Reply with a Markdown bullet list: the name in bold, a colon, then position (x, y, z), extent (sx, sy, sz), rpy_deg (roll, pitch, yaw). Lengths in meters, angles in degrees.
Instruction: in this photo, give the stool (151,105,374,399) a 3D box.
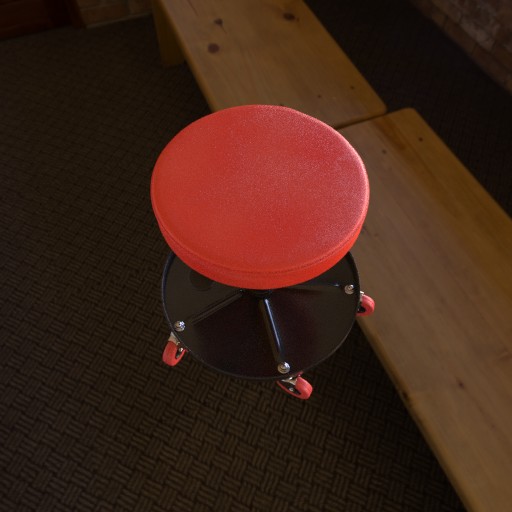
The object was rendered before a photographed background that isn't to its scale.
- **stool**: position (0.000, 0.000, 0.699), extent (0.381, 0.365, 0.382), rpy_deg (32, 64, 18)
